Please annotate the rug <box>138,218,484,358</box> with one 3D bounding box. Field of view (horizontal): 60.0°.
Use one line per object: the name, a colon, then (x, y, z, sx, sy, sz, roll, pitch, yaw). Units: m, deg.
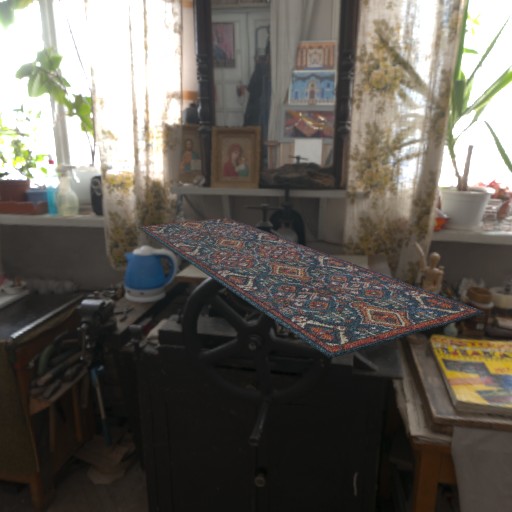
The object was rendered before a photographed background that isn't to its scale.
rug: (0.000, 0.000, 2.672, 0.801, 0.010, 2.459, -8, 17, -28)
